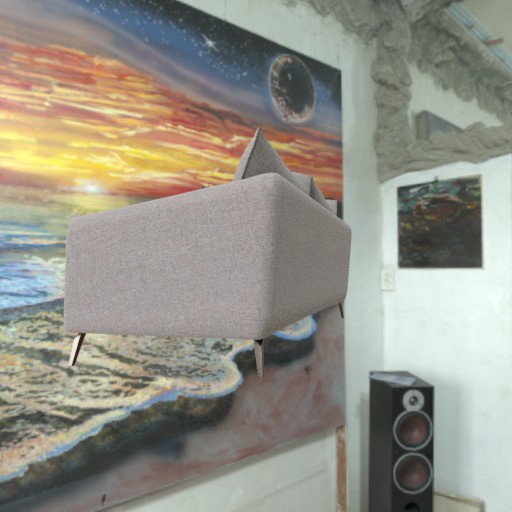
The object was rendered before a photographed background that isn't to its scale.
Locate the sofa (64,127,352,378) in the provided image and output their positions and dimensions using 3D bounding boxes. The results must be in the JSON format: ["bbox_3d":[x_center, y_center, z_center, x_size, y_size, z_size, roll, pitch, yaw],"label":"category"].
[{"bbox_3d":[0.000,0.000,2.407,0.809,0.833,2.022,-1,-2,19],"label":"sofa"}]
